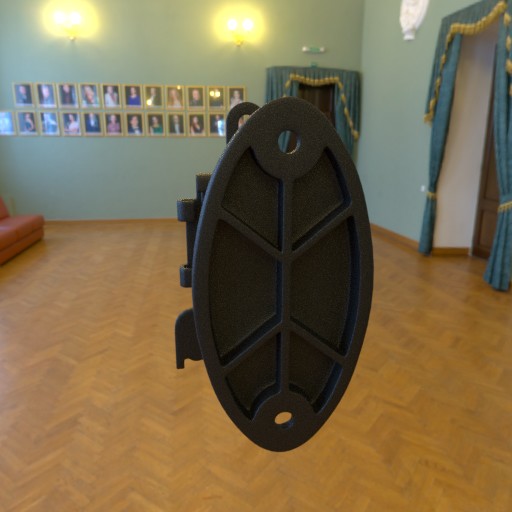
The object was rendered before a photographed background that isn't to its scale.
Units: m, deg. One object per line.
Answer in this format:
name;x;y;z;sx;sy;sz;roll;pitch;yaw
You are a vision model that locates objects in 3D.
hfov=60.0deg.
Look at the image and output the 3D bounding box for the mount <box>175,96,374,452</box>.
mount;0.000;0.000;0.173;0.066;0.118;0.100;-2;14;-10
